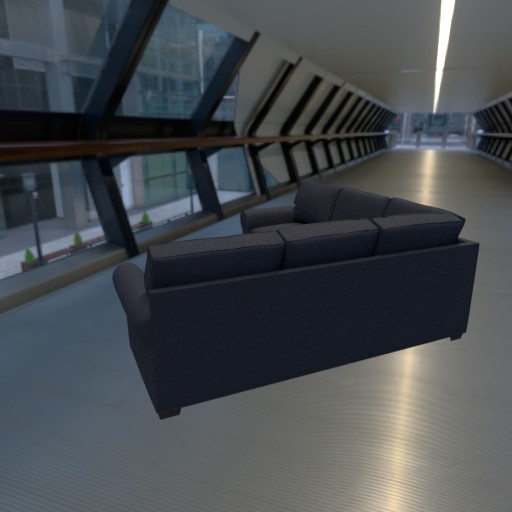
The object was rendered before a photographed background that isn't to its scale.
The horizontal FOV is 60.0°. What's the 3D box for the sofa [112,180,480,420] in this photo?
[{"bbox_3d":[0.000,0.000,3.963,2.562,1.042,2.487,-7,18,-24],"label":"sofa"}]
